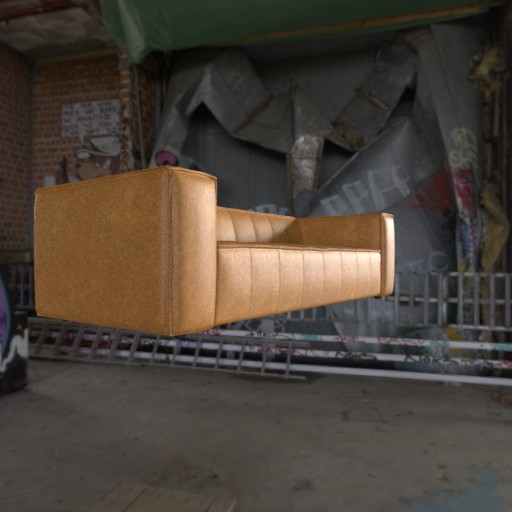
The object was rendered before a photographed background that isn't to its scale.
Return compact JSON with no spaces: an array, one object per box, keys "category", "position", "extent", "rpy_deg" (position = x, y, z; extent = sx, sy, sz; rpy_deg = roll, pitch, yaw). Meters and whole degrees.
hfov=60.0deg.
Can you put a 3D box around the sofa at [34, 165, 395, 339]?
[{"category":"sofa","position":[0.000,0.000,3.024],"extent":[1.102,0.701,2.581],"rpy_deg":[0,0,36]}]
